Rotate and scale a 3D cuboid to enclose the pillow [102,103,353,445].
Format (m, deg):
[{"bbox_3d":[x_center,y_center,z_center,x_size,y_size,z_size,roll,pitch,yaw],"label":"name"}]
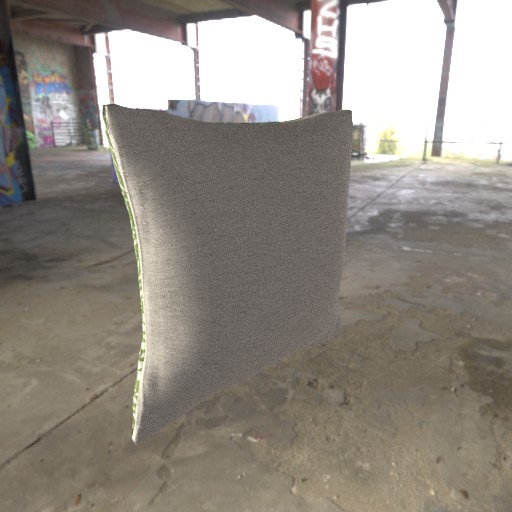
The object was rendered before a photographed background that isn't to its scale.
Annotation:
[{"bbox_3d":[0.000,0.000,0.655,0.440,0.419,0.162,-16,23,-41],"label":"pillow"}]
